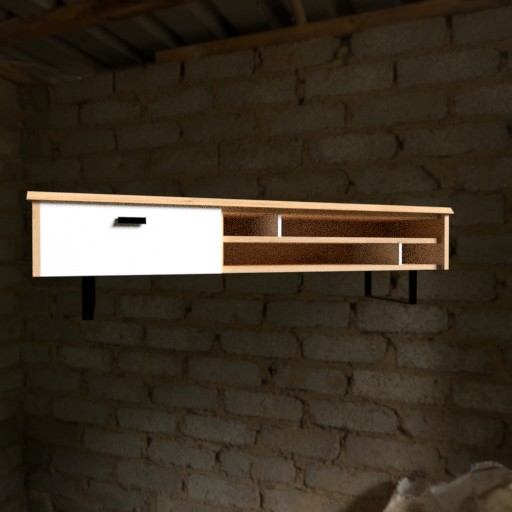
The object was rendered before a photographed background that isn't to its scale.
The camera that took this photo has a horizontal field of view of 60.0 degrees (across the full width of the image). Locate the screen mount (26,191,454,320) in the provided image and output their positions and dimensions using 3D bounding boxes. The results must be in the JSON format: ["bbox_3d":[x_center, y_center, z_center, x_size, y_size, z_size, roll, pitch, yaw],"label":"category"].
[{"bbox_3d":[0.000,0.000,1.903,1.700,0.430,0.450,0,1,-19],"label":"screen mount"}]
